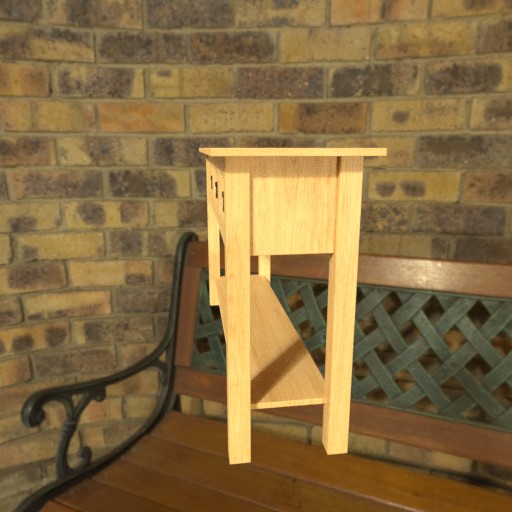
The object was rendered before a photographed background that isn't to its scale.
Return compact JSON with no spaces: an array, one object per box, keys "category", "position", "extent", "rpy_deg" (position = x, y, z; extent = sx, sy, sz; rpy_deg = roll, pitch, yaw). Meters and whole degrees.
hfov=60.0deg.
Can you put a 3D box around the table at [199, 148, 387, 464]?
[{"category":"table","position":[0.000,0.000,1.537],"extent":[0.350,0.730,1.240],"rpy_deg":[-2,14,-8]}]
